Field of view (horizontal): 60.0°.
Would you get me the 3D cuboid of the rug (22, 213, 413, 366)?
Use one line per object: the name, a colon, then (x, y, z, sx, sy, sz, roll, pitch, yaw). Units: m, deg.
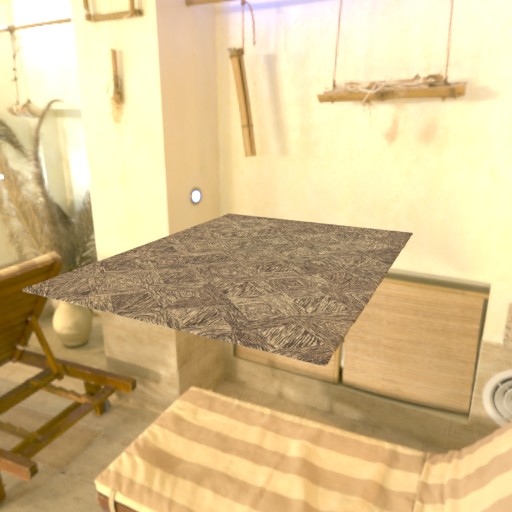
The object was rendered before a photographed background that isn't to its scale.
rug: (0.000, 0.000, 4.250, 2.448, 0.017, 3.204, 8, 19, 25)
